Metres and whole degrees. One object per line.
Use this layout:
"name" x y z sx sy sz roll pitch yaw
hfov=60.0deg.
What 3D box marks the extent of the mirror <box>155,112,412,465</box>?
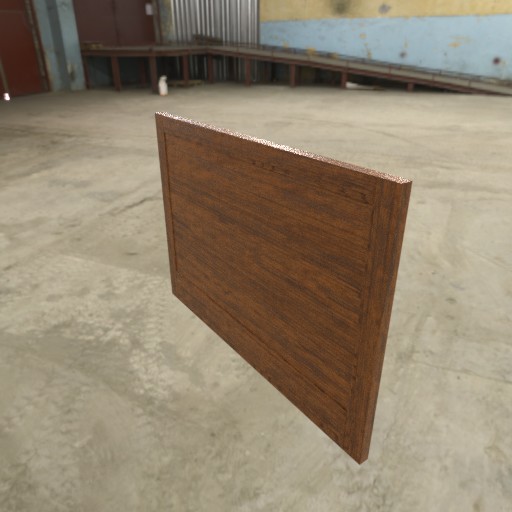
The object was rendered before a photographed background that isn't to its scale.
"mirror" 0.000 0.000 0.994 0.084 0.537 0.758 -18 31 -32
